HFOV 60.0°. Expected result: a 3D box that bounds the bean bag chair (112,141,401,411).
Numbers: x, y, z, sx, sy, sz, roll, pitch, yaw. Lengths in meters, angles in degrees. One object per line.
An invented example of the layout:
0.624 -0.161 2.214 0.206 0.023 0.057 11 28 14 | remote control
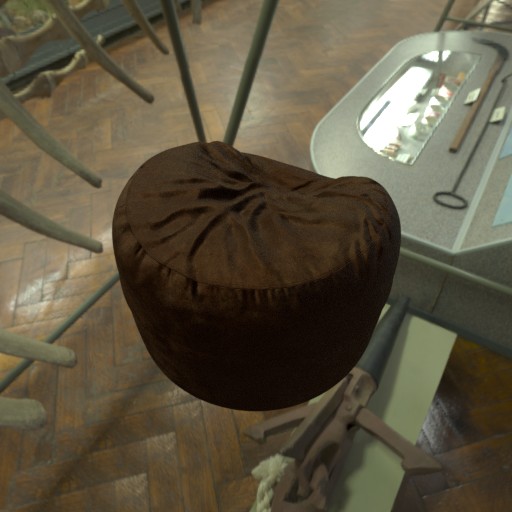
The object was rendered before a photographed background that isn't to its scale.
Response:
0.000 0.000 1.539 0.918 0.616 0.918 0 46 0 | bean bag chair
